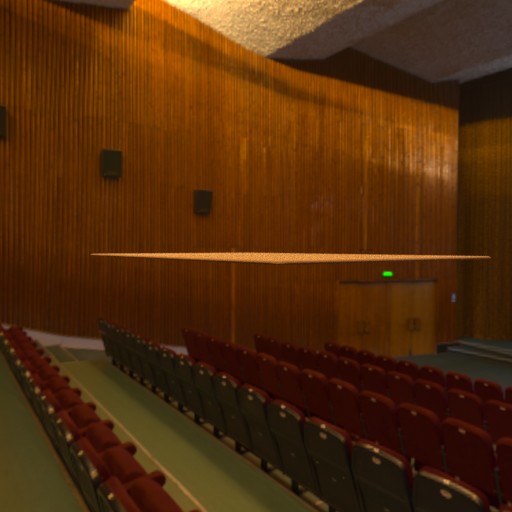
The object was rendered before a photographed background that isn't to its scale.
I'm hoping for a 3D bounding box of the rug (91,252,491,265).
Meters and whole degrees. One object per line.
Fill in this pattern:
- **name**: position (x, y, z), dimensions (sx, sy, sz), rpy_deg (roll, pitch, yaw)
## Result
- **rug**: position (0.000, 0.000, 2.084), dimensions (1.061, 0.012, 1.668), rpy_deg (-1, 1, -36)
